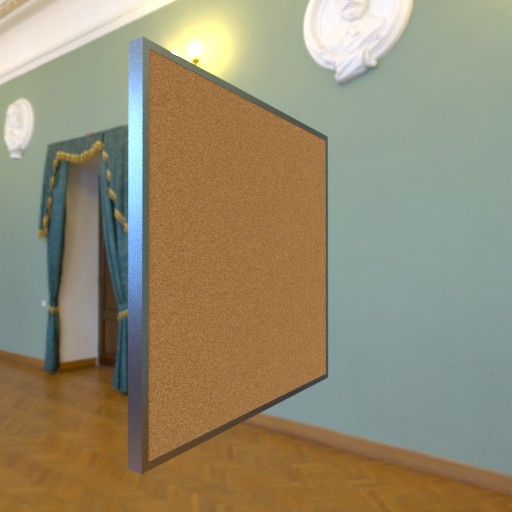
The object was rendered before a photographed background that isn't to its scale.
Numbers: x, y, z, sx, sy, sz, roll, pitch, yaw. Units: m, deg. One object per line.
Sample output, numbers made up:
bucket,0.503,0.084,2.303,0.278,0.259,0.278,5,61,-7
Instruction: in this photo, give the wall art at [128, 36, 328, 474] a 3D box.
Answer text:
wall art,0.000,0.000,1.161,0.038,0.806,0.806,0,-1,34
